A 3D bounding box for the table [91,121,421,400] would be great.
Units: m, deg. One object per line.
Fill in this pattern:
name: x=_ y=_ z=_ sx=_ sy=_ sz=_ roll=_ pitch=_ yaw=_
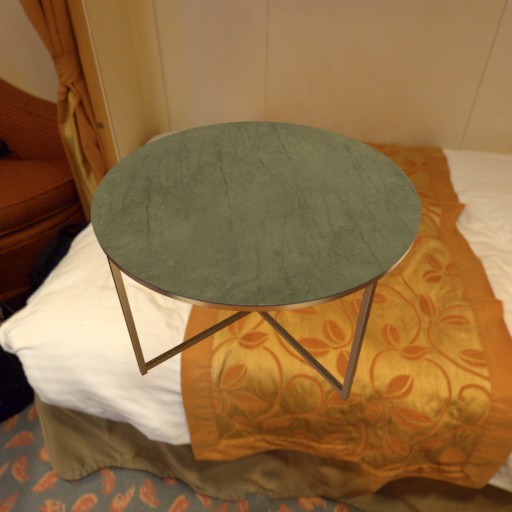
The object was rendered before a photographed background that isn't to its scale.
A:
table: x=0.000 y=0.000 z=1.261 sx=0.800 sy=0.450 sz=0.800 roll=0 pitch=41 yaw=0
